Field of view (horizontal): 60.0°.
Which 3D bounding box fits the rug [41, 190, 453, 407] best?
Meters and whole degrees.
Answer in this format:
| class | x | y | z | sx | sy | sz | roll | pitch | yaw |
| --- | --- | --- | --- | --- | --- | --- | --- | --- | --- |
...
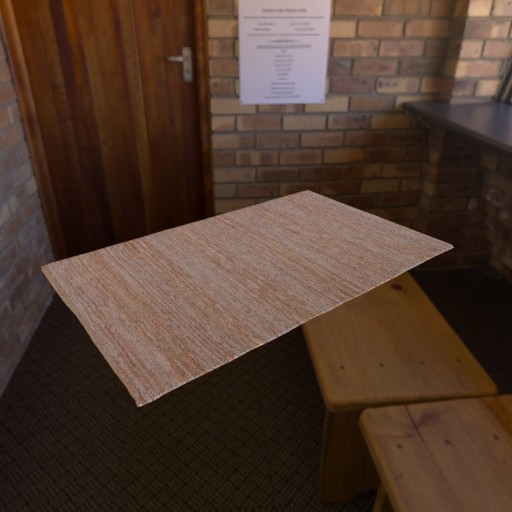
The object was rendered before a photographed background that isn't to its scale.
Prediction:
| class | x | y | z | sx | sy | sz | roll | pitch | yaw |
| --- | --- | --- | --- | --- | --- | --- | --- | --- | --- |
| rug | 0.000 | 0.000 | 3.053 | 2.446 | 0.009 | 1.529 | -20 | 34 | -33 |
